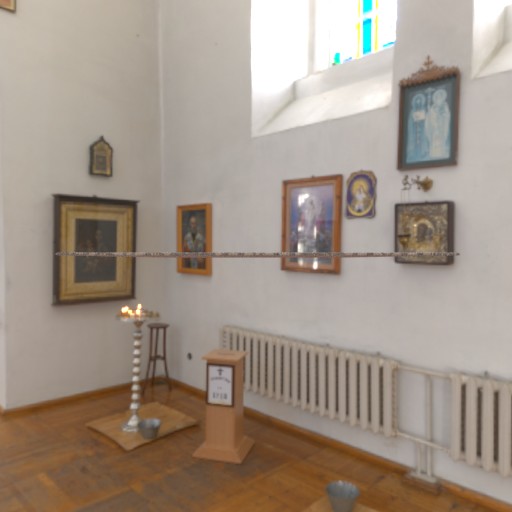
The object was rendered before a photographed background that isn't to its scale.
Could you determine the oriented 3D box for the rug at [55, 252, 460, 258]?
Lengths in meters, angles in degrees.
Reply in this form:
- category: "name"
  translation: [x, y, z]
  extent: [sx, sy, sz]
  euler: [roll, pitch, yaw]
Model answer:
- category: "rug"
  translation: [0.000, 0.000, 2.952]
  extent: [1.676, 0.013, 2.261]
  euler: [0, 0, 0]
